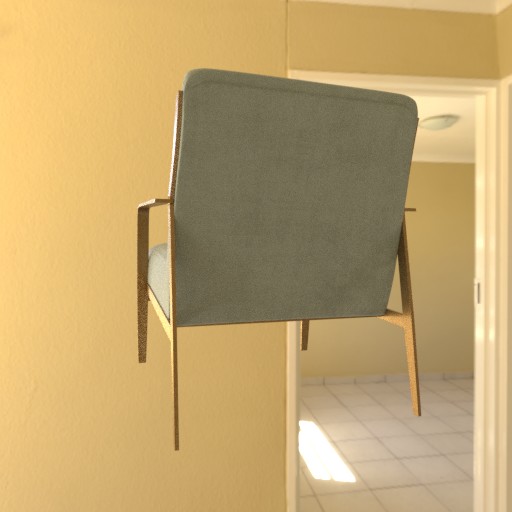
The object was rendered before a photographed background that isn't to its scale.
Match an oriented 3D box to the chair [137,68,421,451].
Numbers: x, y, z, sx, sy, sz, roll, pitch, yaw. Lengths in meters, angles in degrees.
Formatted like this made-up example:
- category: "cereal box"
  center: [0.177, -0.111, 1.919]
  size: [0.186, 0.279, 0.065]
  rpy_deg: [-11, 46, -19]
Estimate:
- category: "chair"
  center: [0.000, 0.000, 1.422]
  size: [0.701, 0.824, 0.842]
  rpy_deg: [0, 1, -18]
